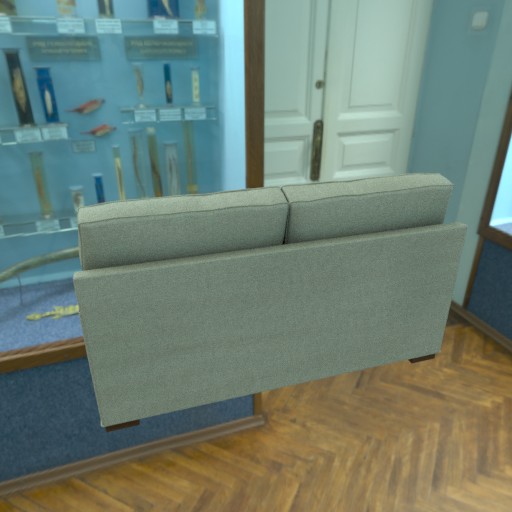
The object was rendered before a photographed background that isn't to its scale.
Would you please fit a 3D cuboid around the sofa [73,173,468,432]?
[{"bbox_3d":[0.000,0.000,2.062,1.484,0.853,0.940,-8,27,-15],"label":"sofa"}]
